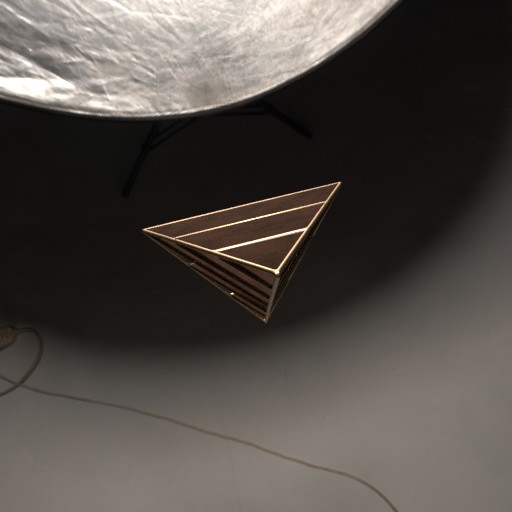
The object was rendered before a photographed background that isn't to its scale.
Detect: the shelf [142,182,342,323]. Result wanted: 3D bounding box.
[{"bbox_3d":[0.000,0.000,1.185,0.564,0.913,0.294,-14,77,-3],"label":"shelf"}]
